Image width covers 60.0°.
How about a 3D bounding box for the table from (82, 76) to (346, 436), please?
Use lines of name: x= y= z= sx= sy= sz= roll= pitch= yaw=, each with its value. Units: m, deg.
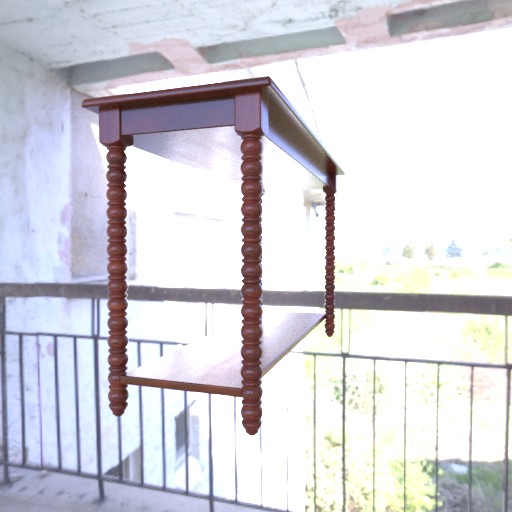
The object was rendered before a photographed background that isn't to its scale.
table: x=0.000 y=0.000 z=1.508 sx=0.459 sy=0.740 sz=1.184 roll=0 pitch=1 yaw=18
